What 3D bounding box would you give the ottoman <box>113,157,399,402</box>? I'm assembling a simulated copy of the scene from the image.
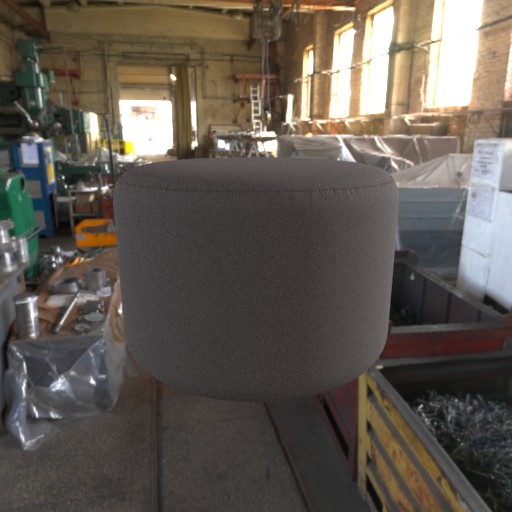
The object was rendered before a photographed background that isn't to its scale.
[{"bbox_3d":[0.000,0.000,1.023,0.608,0.433,0.608,0,15,0],"label":"ottoman"}]
